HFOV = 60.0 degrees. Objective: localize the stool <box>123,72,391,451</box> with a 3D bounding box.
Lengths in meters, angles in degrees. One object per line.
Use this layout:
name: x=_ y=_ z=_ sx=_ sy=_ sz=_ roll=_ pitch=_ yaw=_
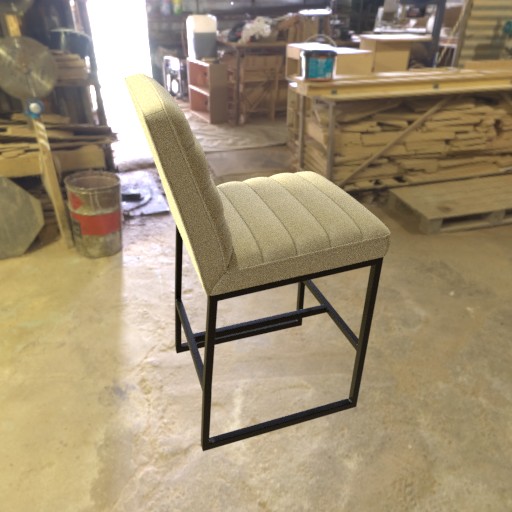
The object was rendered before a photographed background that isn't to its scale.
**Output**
stool: x=0.000 y=0.000 z=1.245 sx=0.560 sy=0.940 sz=0.460 roll=-10 pitch=32 yaw=-16
